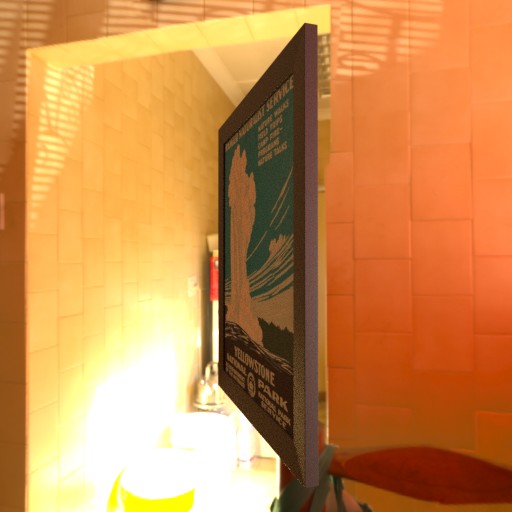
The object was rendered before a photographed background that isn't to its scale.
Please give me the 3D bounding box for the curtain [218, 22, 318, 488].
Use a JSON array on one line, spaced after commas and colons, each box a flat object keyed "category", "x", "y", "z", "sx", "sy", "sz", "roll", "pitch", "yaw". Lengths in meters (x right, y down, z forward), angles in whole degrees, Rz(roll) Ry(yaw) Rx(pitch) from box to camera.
[{"category": "curtain", "x": 0.000, "y": 0.000, "z": 0.791, "sx": 0.027, "sy": 0.585, "sz": 0.483, "roll": 0, "pitch": -1, "yaw": -18}]
